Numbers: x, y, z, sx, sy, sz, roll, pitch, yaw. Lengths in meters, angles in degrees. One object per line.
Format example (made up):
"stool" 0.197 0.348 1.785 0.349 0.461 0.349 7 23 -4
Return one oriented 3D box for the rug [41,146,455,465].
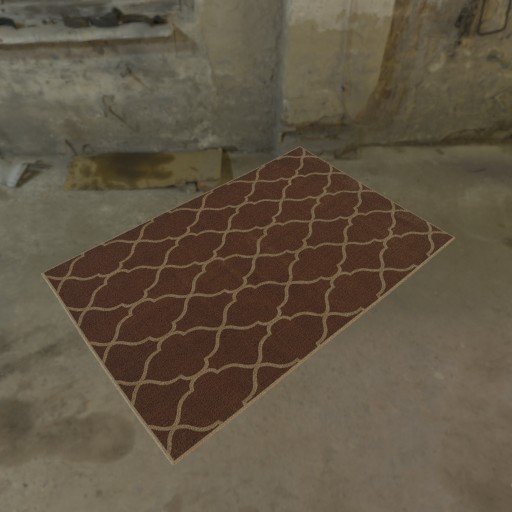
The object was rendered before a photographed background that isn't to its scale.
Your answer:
"rug" 0.000 0.000 2.904 2.294 0.014 1.528 -31 53 -27
